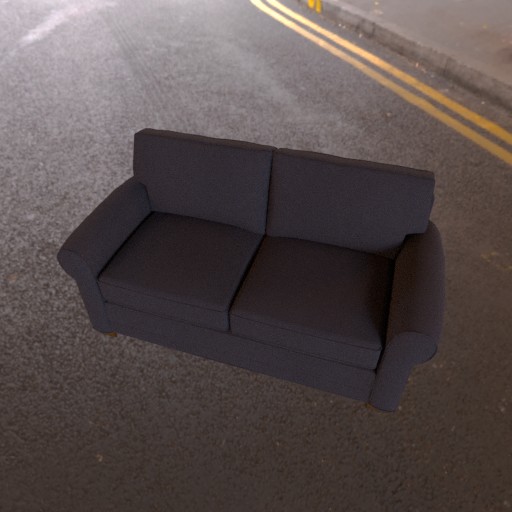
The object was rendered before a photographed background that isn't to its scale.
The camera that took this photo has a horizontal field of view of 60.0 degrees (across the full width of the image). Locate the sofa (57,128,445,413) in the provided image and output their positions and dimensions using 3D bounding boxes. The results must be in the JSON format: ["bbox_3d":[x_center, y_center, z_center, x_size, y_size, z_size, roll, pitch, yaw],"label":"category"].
[{"bbox_3d":[0.000,0.000,2.529,2.009,1.031,0.951,12,43,13],"label":"sofa"}]
